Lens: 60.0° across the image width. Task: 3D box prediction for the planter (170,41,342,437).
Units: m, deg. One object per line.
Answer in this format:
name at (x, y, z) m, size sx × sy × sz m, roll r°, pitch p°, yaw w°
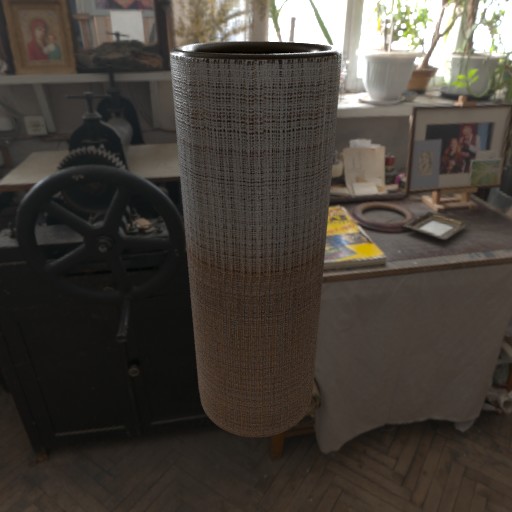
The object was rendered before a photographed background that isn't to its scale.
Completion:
planter at (0.000, 0.000, 0.324) m, size 0.099 × 0.278 × 0.099 m, roll 23°, pitch 36°, yaw 34°
